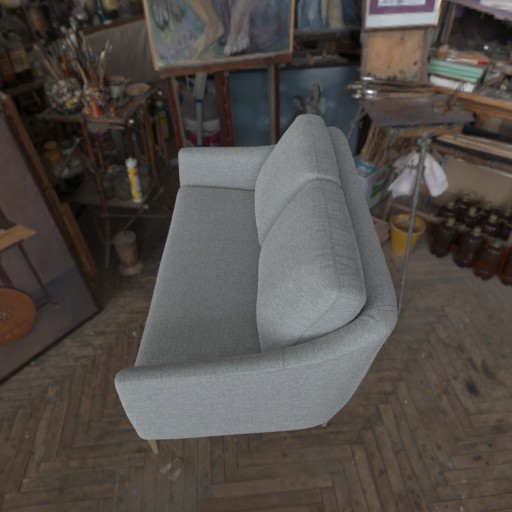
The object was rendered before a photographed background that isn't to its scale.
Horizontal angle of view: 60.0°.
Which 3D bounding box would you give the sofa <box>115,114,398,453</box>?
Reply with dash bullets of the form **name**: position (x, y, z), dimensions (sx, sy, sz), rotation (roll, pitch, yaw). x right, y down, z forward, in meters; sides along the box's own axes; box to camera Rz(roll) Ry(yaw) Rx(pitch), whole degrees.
- **sofa**: position (0.000, 0.000, 2.150), dimensions (0.960, 0.904, 1.619), rotation (0, 41, 0)
